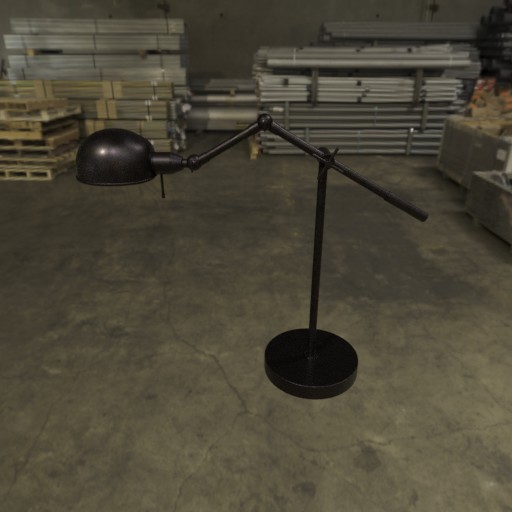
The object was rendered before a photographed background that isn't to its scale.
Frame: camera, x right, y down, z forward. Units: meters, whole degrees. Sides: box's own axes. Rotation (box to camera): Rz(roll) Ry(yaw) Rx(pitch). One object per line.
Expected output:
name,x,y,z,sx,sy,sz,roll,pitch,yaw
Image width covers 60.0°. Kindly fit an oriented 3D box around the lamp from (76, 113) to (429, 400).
lamp,0.000,0.000,0.792,0.567,0.495,0.185,0,25,1
